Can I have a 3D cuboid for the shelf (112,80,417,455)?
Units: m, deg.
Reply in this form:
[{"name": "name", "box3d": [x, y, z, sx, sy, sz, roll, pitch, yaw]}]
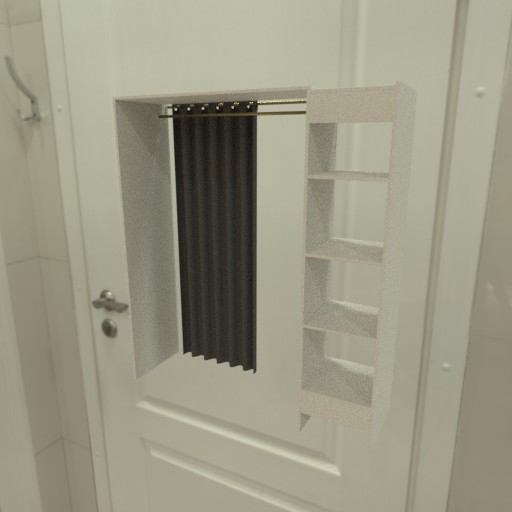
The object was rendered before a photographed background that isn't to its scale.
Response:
[{"name": "shelf", "box3d": [0.000, 0.000, 2.627, 1.600, 1.810, 0.500, 8, 17, 27]}]
